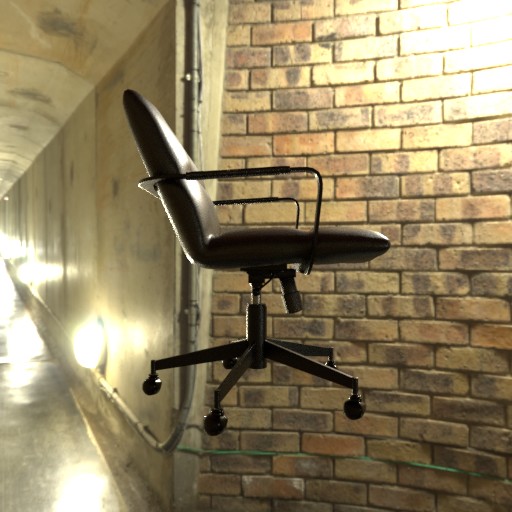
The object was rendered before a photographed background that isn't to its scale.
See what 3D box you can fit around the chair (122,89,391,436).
[{"bbox_3d":[0.000,0.000,1.461,0.748,0.922,0.719,0,0,0],"label":"chair"}]
